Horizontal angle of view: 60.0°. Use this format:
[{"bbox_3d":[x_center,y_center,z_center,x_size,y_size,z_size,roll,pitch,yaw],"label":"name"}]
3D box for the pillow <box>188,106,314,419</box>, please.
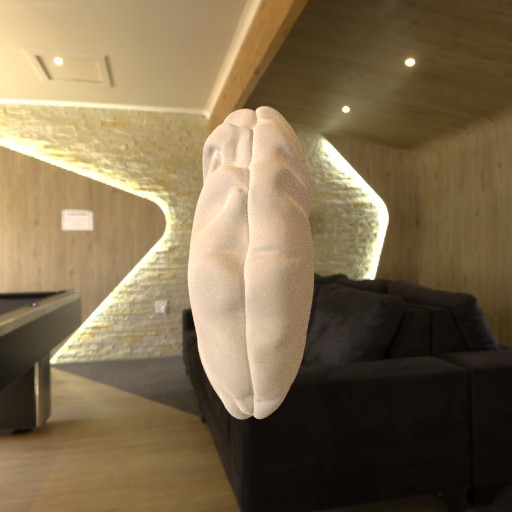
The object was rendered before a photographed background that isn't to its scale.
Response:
[{"bbox_3d":[0.000,0.000,0.644,0.148,0.407,0.428,0,0,2],"label":"pillow"}]
